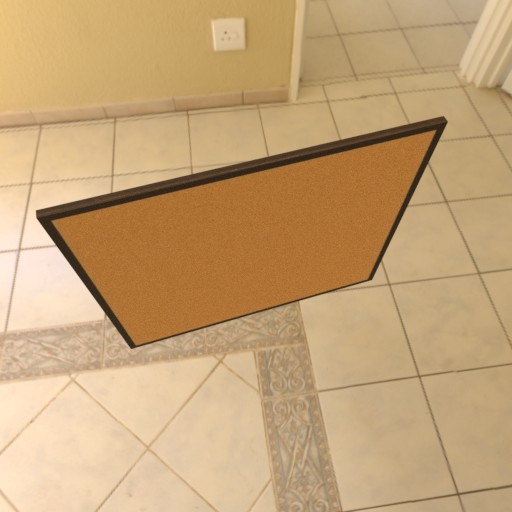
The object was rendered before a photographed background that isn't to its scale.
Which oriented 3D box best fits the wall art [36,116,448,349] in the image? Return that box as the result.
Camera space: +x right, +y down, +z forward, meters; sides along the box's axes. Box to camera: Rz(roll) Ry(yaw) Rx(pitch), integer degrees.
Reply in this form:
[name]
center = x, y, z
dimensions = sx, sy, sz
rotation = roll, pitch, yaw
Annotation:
[wall art]
center = 0.000, 0.000, 1.448
dimensions = 1.033, 0.875, 0.023
rotation = -15, 60, -9
